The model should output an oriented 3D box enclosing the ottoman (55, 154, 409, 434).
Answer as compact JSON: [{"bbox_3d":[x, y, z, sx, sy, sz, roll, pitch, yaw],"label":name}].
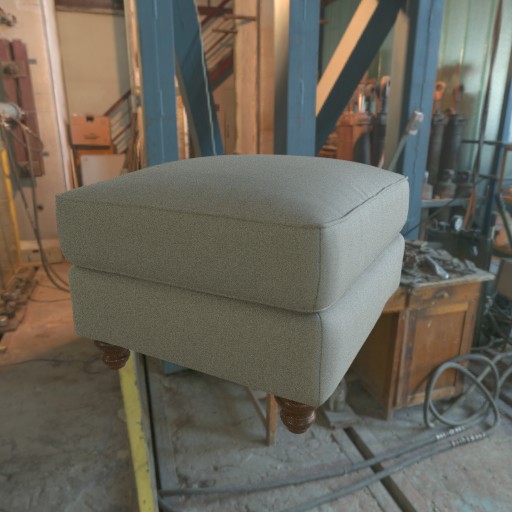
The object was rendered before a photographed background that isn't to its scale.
[{"bbox_3d":[0.000,0.000,1.152,0.662,0.505,0.716,9,20,27],"label":"ottoman"}]
